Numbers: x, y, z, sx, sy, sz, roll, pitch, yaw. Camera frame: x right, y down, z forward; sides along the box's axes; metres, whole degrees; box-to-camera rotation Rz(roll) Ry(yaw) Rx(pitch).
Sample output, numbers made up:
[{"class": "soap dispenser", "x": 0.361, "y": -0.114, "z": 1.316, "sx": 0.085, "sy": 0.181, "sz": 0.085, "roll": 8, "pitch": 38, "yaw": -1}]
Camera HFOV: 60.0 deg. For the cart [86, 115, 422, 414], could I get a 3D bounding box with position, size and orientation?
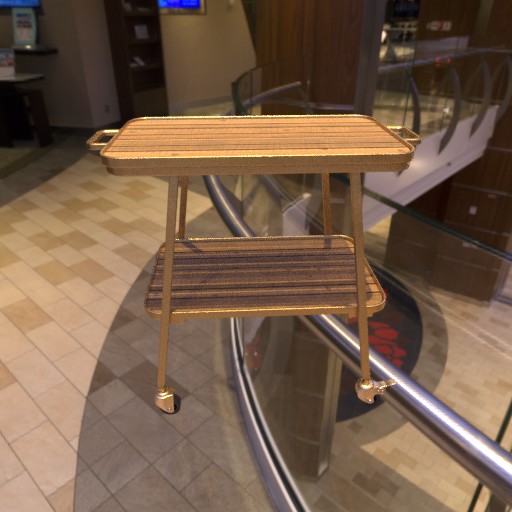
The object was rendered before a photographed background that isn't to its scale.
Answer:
[{"class": "cart", "x": 0.000, "y": 0.000, "z": 1.271, "sx": 0.806, "sy": 0.700, "sz": 0.524, "roll": -2, "pitch": 29, "yaw": -3}]
